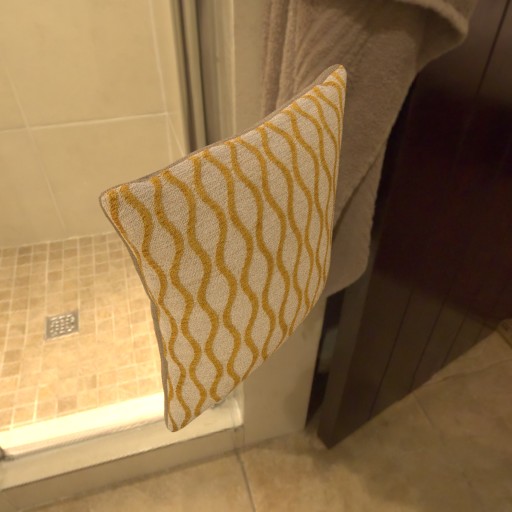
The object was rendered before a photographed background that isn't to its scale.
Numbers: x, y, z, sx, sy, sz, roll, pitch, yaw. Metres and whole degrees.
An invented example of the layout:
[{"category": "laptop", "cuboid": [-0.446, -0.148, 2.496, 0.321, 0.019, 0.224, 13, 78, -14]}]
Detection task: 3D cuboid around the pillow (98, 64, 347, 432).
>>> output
[{"category": "pillow", "cuboid": [0.000, 0.000, 0.652, 0.159, 0.436, 0.429, 26, 47, 27]}]
